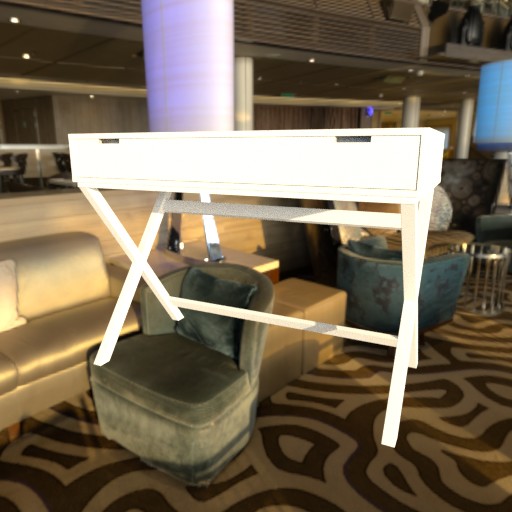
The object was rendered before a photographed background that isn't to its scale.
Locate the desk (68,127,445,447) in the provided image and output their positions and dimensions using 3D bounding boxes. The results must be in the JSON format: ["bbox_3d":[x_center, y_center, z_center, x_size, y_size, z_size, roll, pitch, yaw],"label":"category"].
[{"bbox_3d":[0.000,0.000,1.469,1.059,0.780,0.509,7,15,25],"label":"desk"}]
